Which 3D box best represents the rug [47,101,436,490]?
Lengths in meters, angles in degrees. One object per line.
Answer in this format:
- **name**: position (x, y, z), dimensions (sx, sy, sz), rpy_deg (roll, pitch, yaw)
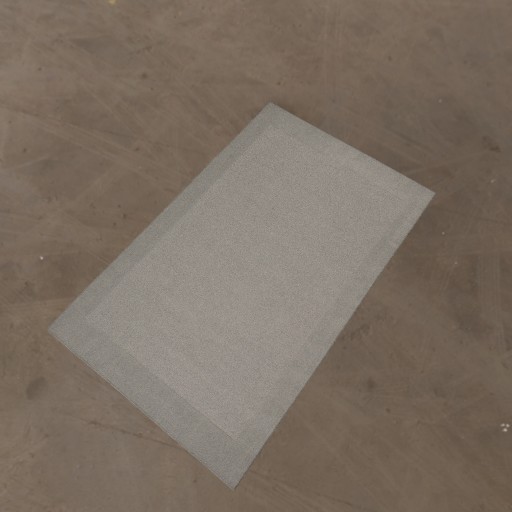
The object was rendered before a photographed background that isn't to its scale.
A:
- **rug**: position (0.000, 0.000, 3.058), dimensions (1.524, 0.014, 2.438), rpy_deg (34, 68, 15)
